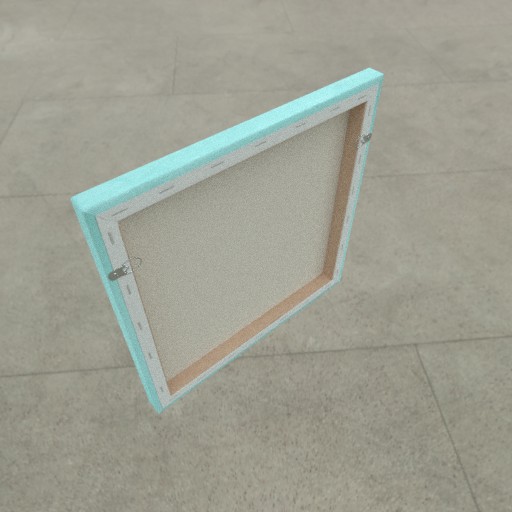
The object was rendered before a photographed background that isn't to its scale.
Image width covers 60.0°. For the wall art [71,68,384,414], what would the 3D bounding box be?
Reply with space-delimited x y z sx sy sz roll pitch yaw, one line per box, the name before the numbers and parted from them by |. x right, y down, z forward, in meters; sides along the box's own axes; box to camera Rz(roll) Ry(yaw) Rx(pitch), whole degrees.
wall art | 0.000 0.000 1.168 0.765 0.766 0.054 -32 54 -26
